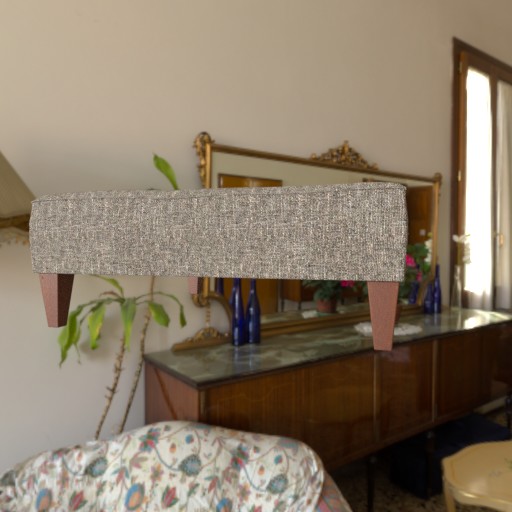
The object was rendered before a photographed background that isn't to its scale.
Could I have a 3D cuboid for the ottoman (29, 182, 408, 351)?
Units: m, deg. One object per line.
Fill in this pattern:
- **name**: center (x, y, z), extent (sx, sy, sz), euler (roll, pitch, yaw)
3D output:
- **ottoman**: center (0.000, 0.000, 1.519), extent (0.981, 0.379, 1.016), euler (0, 1, 18)
